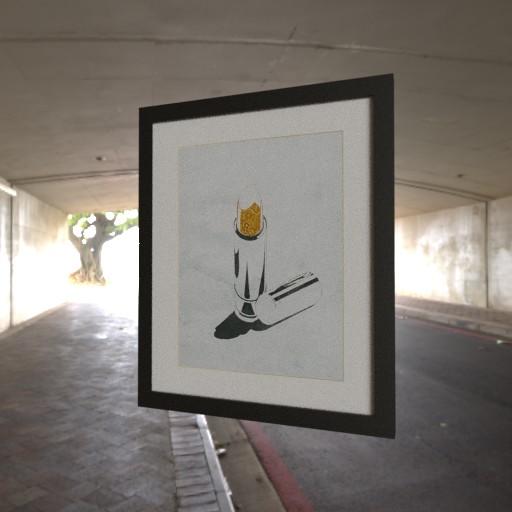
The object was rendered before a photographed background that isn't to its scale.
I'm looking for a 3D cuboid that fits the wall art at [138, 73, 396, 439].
[{"bbox_3d":[0.000,0.000,0.766,0.457,0.559,0.029,0,-1,20],"label":"wall art"}]
